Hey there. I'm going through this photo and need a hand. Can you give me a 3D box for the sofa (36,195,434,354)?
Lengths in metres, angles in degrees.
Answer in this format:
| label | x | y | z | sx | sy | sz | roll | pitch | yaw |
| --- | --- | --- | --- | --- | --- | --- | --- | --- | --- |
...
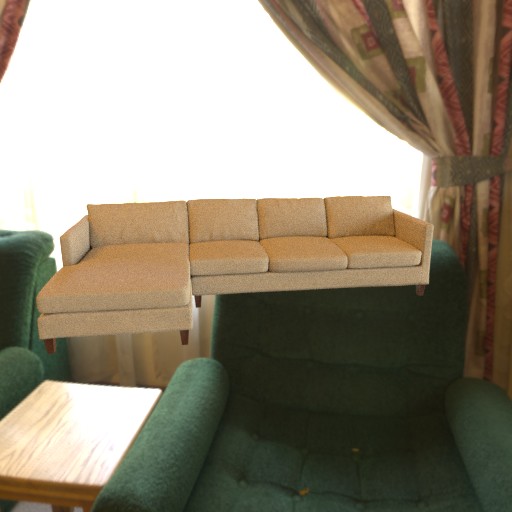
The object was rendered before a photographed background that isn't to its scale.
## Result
| label | x | y | z | sx | sy | sz | roll | pitch | yaw |
| --- | --- | --- | --- | --- | --- | --- | --- | --- | --- |
| sofa | 0.000 | 0.000 | 3.882 | 3.186 | 0.846 | 1.625 | -2 | 16 | -8 |
